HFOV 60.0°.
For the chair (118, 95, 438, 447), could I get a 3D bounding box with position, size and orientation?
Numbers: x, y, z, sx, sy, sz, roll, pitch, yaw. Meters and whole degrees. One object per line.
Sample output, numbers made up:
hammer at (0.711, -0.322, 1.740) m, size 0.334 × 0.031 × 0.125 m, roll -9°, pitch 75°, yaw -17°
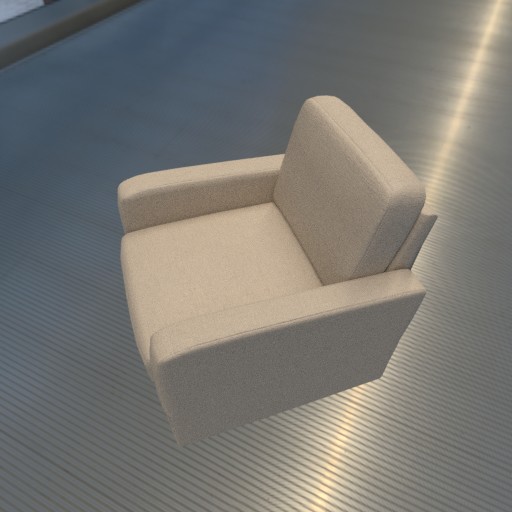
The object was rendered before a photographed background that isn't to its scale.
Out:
chair at (0.000, 0.000, 1.502) m, size 0.888 × 0.827 × 0.755 m, roll -14°, pitch 49°, yaw -13°
